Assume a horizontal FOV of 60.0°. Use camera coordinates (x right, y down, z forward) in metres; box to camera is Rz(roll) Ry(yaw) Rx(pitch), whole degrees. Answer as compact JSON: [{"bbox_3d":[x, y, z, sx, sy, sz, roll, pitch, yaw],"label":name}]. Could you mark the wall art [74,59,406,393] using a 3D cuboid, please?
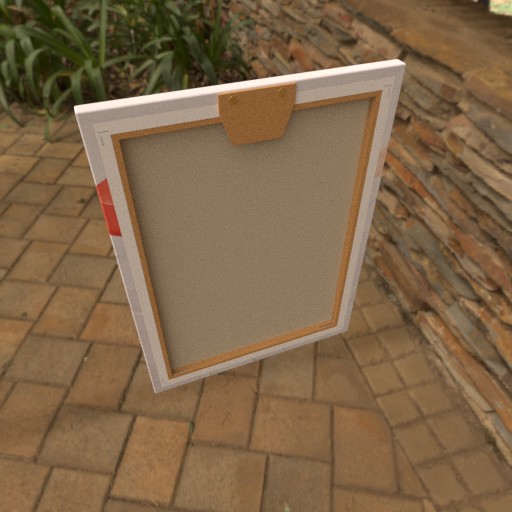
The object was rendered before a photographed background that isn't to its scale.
[{"bbox_3d":[0.000,0.000,1.305,0.759,1.014,0.045,-15,44,-15],"label":"wall art"}]
